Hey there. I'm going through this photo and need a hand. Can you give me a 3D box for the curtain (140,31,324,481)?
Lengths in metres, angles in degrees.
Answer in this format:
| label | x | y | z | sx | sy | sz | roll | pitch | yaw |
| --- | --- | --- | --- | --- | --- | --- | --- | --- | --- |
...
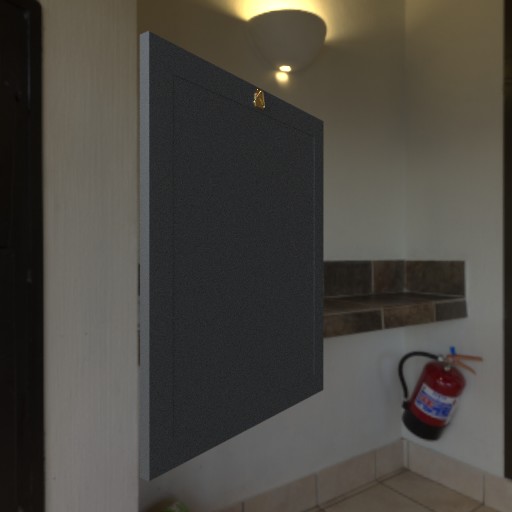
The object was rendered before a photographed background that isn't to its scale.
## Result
| label | x | y | z | sx | sy | sz | roll | pitch | yaw |
| --- | --- | --- | --- | --- | --- | --- | --- | --- | --- |
| curtain | 0.000 | 0.000 | 0.773 | 0.027 | 0.585 | 0.483 | 0 | 0 | 36 |
